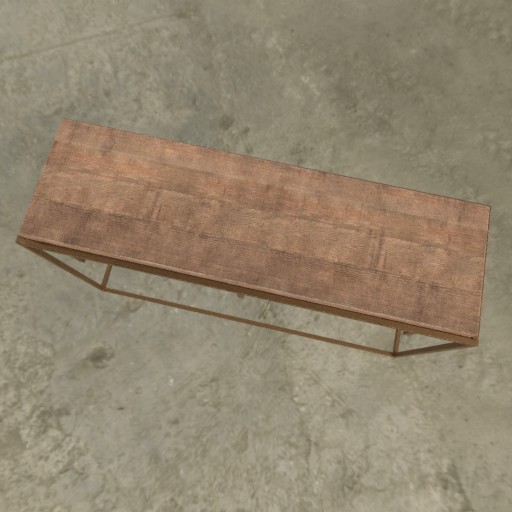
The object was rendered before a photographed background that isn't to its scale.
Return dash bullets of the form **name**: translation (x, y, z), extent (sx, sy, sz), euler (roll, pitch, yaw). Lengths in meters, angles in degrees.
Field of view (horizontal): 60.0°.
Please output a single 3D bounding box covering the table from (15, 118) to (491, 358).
- **table**: translation (0.000, 0.000, 1.720), extent (1.400, 0.820, 0.440), euler (12, 75, 3)
